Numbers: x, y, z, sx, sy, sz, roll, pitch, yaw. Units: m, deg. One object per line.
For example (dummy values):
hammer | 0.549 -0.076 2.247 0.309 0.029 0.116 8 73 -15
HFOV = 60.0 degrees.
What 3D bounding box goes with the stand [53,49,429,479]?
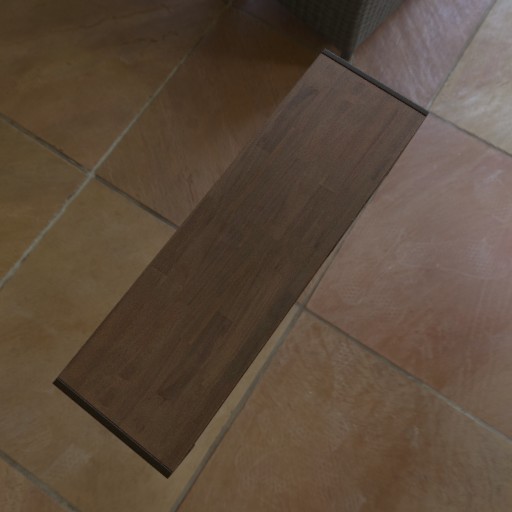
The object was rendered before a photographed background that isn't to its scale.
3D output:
stand | 0.000 0.000 1.705 0.454 0.506 1.480 35 78 9
